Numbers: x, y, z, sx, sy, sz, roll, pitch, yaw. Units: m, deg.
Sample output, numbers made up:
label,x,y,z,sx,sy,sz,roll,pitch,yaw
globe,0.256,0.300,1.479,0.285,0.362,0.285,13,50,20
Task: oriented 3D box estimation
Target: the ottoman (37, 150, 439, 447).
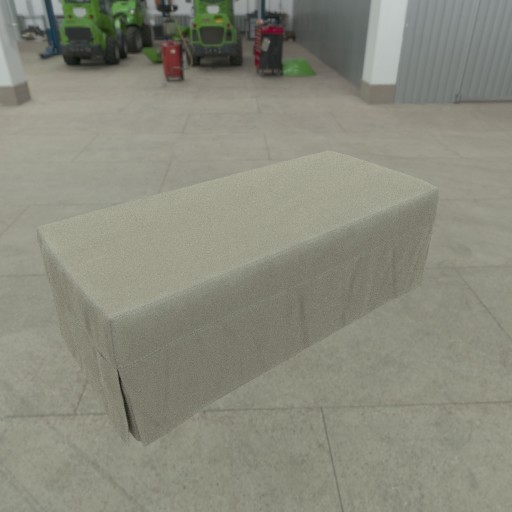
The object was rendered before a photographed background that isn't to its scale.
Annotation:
label,x,y,z,sx,sy,sz,roll,pitch,yaw
ottoman,0.000,0.000,1.677,1.388,0.457,0.665,-21,37,-32
